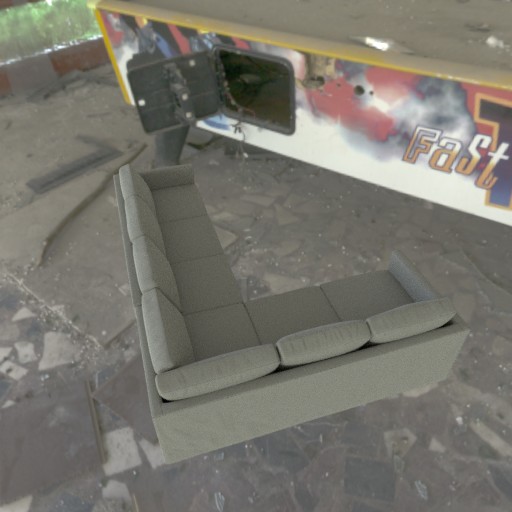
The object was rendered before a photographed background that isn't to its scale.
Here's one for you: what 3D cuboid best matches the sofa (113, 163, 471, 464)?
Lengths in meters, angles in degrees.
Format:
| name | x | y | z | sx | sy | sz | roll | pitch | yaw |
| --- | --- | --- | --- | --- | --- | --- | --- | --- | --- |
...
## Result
| name | x | y | z | sx | sy | sz | roll | pitch | yaw |
| --- | --- | --- | --- | --- | --- | --- | --- | --- | --- |
| sofa | 0.000 | 0.000 | 4.385 | 2.432 | 0.871 | 3.182 | -12 | 42 | -13 |
